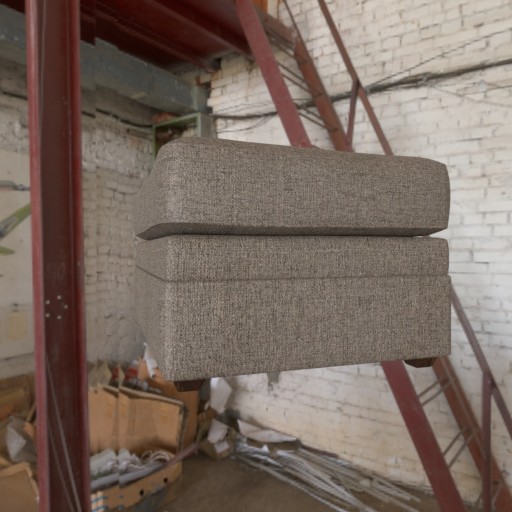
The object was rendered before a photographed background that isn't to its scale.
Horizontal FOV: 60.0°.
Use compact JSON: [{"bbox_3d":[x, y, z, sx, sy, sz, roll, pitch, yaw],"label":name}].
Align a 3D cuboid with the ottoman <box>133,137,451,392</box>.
[{"bbox_3d":[0.000,0.000,1.248,0.637,0.478,0.885,0,1,-19],"label":"ottoman"}]
